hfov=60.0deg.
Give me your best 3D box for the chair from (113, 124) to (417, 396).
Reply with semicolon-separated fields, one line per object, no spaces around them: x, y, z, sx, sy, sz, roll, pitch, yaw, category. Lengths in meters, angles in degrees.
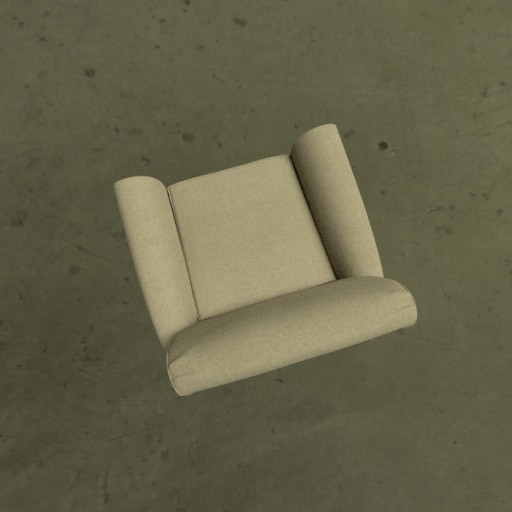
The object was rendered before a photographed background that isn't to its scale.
0.000;0.000;1.824;0.978;1.061;0.905;-16;76;-4;chair
